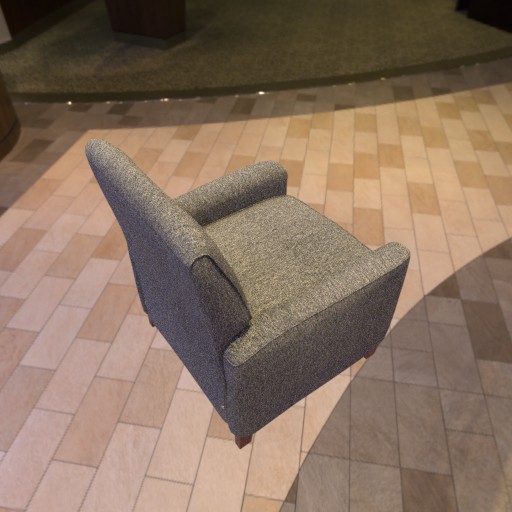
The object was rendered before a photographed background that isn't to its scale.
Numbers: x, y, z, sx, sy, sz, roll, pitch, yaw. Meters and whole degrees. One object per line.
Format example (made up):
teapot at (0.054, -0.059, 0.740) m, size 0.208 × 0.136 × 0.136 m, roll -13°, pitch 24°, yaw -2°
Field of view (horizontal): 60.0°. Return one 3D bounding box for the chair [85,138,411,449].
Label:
chair at (0.000, 0.000, 1.673) m, size 0.864 × 1.014 × 0.848 m, roll -26°, pitch 48°, yaw -26°
